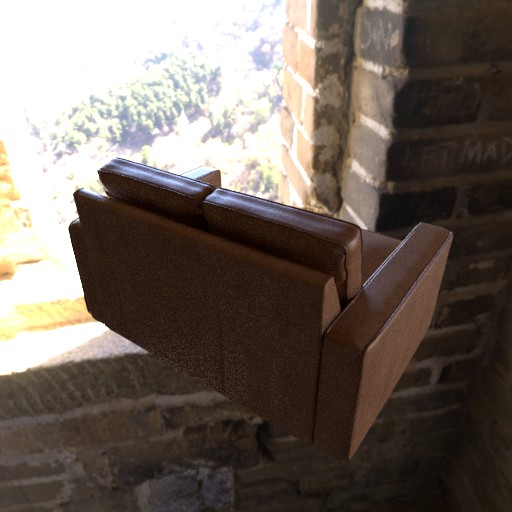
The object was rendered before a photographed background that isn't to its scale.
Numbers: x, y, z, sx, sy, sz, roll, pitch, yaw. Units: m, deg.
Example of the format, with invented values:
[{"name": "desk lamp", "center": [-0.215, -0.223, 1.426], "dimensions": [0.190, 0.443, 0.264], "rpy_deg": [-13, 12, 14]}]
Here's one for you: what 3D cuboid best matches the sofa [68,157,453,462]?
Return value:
[{"name": "sofa", "center": [0.000, 0.000, 2.110], "dimensions": [1.532, 0.896, 1.020], "rpy_deg": [20, 36, 30]}]
